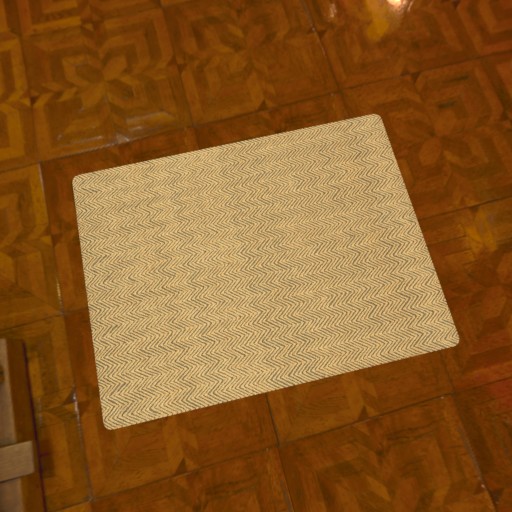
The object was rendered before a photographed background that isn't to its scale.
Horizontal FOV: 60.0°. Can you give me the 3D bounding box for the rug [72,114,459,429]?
[{"bbox_3d":[0.000,0.000,4.195,3.207,0.014,2.439,-13,74,-4],"label":"rug"}]
